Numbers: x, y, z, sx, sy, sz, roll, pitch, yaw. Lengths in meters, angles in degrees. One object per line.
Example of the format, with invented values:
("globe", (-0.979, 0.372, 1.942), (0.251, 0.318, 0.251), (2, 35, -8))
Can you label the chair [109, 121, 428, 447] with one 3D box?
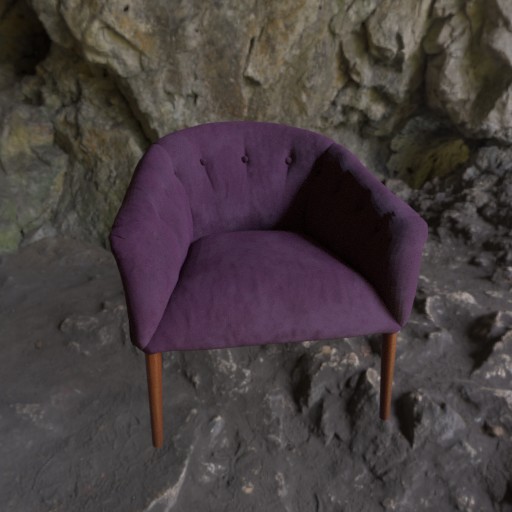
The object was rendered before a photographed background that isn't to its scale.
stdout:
("chair", (0.000, 0.000, 1.516), (0.851, 0.885, 0.776), (-3, 17, -10))
